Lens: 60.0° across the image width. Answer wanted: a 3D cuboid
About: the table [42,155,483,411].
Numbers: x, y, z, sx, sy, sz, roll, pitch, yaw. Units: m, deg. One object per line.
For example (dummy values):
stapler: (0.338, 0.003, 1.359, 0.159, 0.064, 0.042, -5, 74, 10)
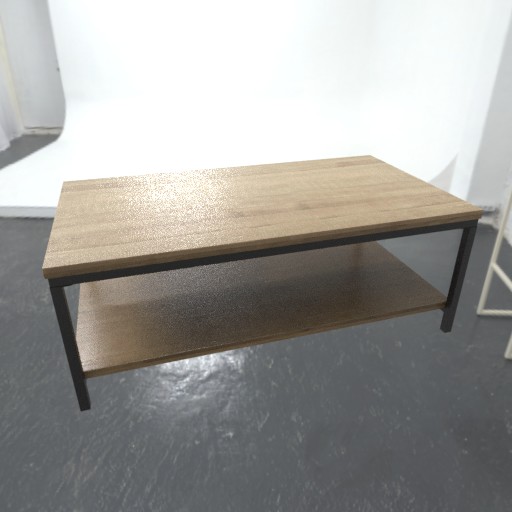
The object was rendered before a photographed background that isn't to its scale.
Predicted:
table: (0.000, 0.000, 1.347, 1.062, 0.393, 0.574, -8, 29, -15)
